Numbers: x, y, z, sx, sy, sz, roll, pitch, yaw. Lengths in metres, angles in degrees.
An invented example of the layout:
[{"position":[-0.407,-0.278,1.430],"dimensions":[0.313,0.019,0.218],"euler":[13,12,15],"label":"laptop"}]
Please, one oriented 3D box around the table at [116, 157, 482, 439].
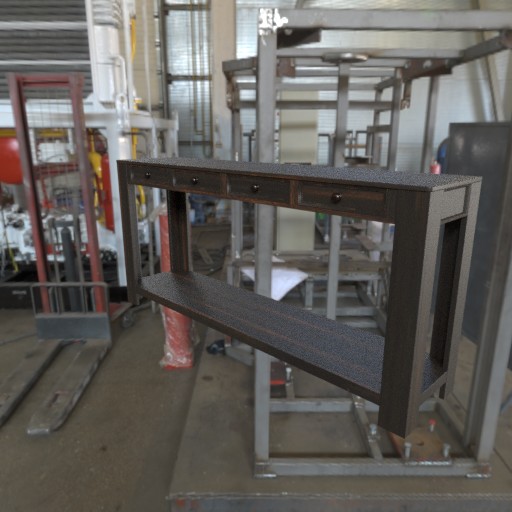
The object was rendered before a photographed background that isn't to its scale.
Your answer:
[{"position":[0.000,0.000,1.917],"dimensions":[1.631,0.762,0.384],"euler":[15,21,43],"label":"table"}]
